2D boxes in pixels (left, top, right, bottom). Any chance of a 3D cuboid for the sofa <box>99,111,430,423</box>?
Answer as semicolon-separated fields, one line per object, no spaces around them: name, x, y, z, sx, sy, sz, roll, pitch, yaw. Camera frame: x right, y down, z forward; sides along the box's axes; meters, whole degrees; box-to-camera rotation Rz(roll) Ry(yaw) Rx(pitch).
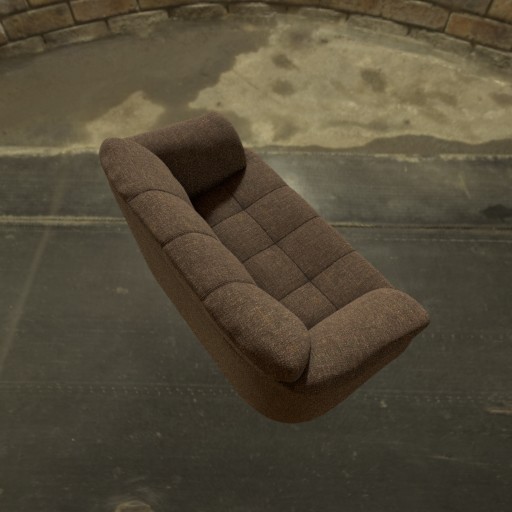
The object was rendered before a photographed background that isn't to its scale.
sofa;0.000;0.000;1.969;0.799;0.895;1.404;-33;64;-18
